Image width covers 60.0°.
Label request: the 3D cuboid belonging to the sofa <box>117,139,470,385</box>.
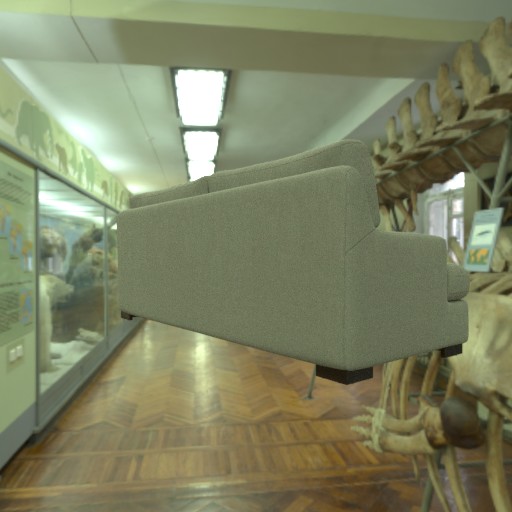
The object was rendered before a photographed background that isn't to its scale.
[{"bbox_3d":[0.000,0.000,2.848,0.962,0.980,2.354,0,0,-38],"label":"sofa"}]
